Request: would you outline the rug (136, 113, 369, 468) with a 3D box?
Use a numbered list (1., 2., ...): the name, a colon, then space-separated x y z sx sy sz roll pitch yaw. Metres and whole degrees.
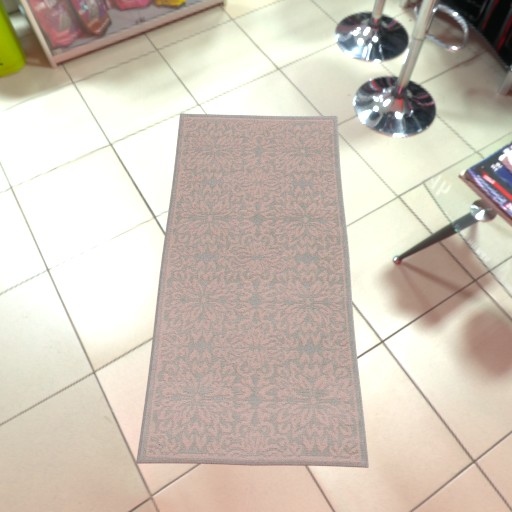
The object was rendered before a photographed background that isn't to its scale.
1. rug: 0.000 0.000 1.425 0.604 0.007 1.219 1 63 0
